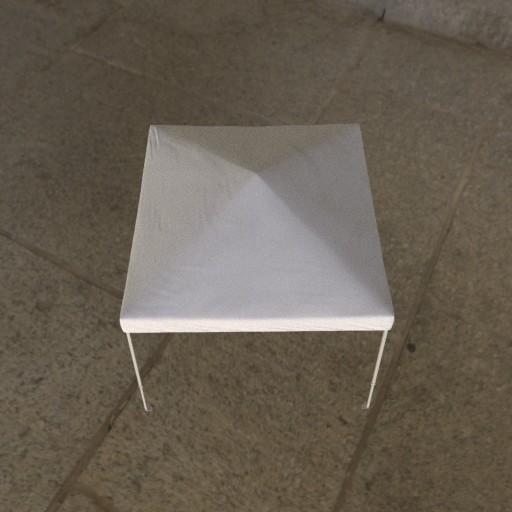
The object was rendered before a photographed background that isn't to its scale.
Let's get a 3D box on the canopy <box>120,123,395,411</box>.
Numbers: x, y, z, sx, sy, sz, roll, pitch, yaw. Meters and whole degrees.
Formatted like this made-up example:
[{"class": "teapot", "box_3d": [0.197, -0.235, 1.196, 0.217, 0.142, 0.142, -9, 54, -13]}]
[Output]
[{"class": "canopy", "box_3d": [0.000, 0.000, 6.504, 3.599, 3.600, 3.600, -1, 59, 0]}]
